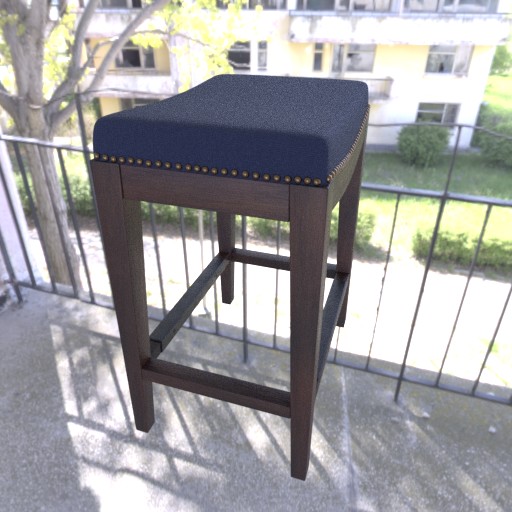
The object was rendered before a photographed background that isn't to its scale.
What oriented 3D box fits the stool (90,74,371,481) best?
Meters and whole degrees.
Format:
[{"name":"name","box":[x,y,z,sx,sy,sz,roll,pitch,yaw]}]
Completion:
[{"name":"stool","box":[0.000,0.000,0.921,0.361,0.642,0.500,10,31,16]}]
